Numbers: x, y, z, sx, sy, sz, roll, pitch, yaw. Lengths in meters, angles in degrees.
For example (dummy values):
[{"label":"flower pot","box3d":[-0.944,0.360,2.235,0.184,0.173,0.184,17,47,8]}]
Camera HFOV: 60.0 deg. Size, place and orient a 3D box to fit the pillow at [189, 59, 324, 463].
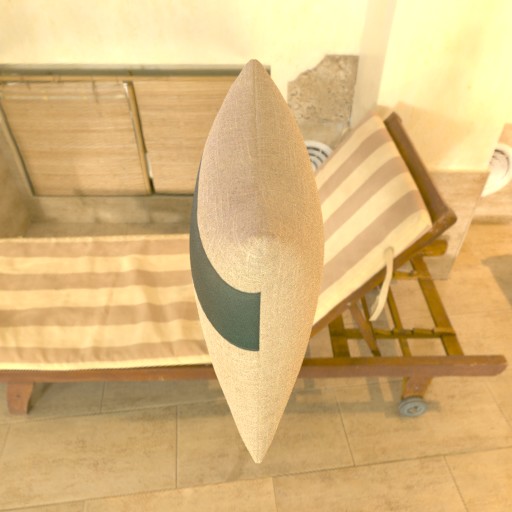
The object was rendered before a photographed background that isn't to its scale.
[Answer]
[{"label":"pillow","box3d":[0.000,0.000,0.617,0.173,0.399,0.414,-1,42,-1]}]
